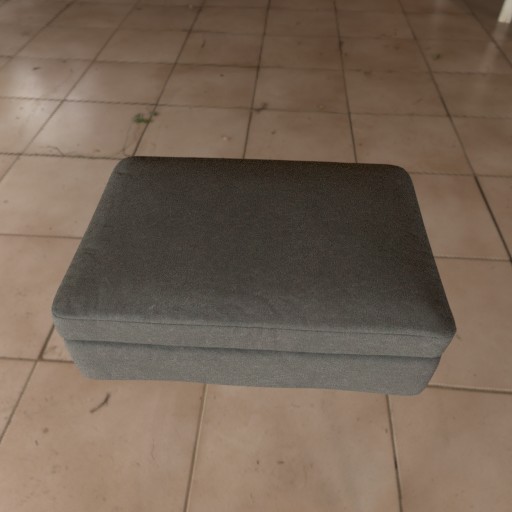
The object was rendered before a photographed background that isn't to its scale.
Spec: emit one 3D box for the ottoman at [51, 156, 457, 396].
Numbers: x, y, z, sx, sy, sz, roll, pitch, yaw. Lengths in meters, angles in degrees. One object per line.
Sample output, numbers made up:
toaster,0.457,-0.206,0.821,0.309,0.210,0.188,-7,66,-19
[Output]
ottoman,0.000,0.000,1.618,1.199,0.429,0.840,2,47,2
